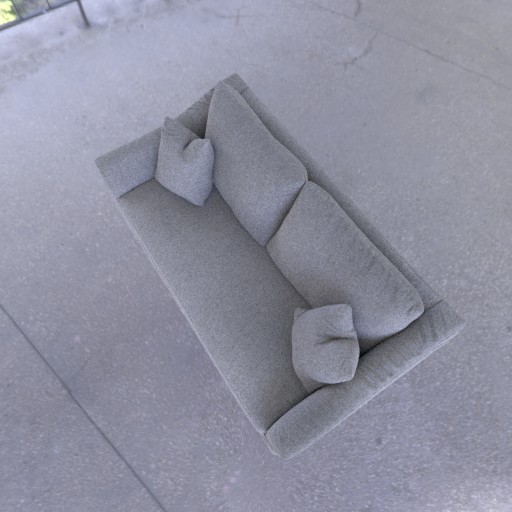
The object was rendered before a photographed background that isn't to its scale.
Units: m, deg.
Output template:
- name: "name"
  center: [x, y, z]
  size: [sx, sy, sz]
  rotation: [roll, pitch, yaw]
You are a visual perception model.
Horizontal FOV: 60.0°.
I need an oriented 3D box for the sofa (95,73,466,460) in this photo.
- name: "sofa"
  center: [0.000, 0.000, 2.616]
  size: [1.072, 1.018, 2.010]
  rotation: [-31, 68, -14]
